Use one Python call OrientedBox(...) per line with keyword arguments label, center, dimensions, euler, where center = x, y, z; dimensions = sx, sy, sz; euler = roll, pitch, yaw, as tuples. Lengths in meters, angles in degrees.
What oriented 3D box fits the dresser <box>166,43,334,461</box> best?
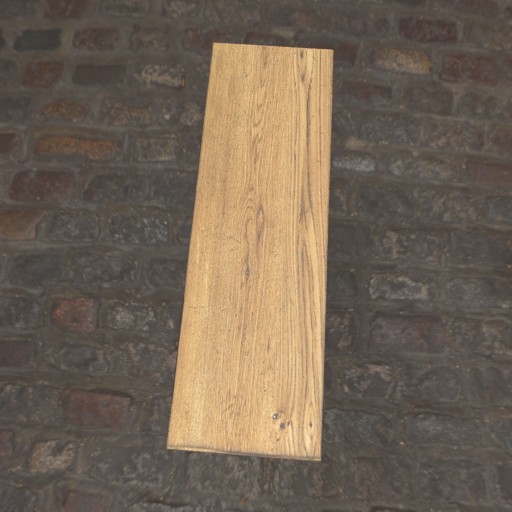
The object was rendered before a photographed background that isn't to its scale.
OrientedBox(label="dresser", center=(0.000, 0.000, 2.168), dimensions=(0.563, 0.932, 1.657), euler=(4, 75, 1))
